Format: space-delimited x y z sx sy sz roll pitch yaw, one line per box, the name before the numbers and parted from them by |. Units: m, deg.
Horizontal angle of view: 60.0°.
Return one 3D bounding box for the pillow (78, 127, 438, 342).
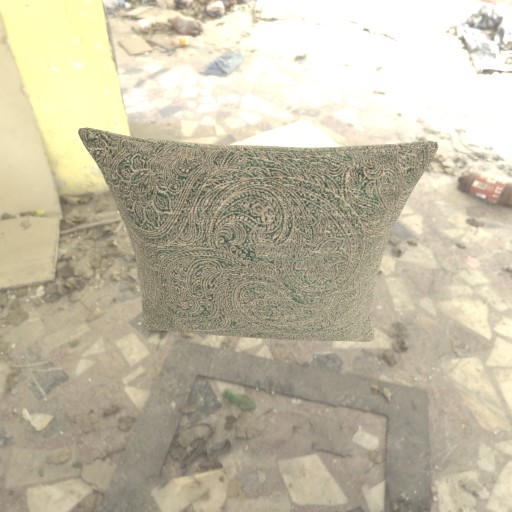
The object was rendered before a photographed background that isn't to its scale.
pillow | 0.000 0.000 0.822 0.526 0.507 0.166 3 45 3
